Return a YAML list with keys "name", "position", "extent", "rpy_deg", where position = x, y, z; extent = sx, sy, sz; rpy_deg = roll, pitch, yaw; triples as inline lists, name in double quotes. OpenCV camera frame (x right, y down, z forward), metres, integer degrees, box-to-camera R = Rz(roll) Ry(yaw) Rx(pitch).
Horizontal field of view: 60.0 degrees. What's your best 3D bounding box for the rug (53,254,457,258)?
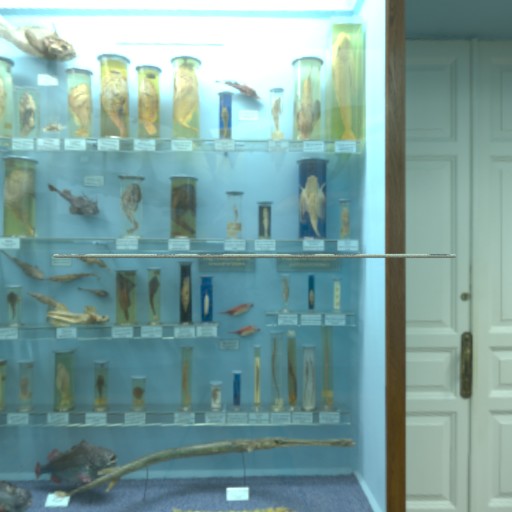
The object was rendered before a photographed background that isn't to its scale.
- name: "rug"
  position: [0.000, 0.000, 3.868]
  extent: [2.211, 0.021, 2.910]
  rpy_deg: [0, 0, 0]
